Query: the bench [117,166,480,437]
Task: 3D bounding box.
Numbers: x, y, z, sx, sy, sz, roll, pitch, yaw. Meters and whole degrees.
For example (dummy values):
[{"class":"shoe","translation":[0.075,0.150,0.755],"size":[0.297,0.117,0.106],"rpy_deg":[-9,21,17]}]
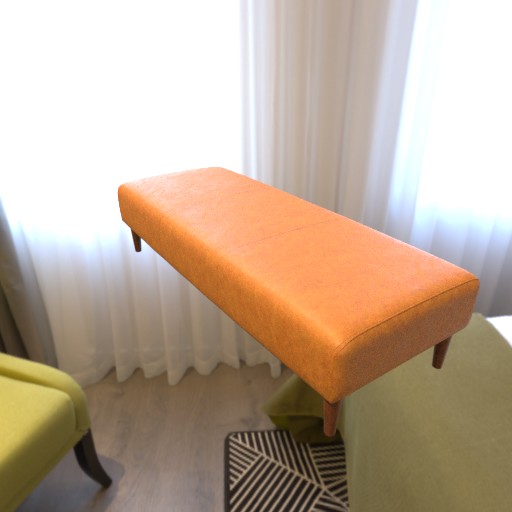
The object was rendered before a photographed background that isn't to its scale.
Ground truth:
[{"class":"bench","translation":[0.000,0.000,1.875],"size":[0.653,0.399,1.610],"rpy_deg":[-17,31,-31]}]
